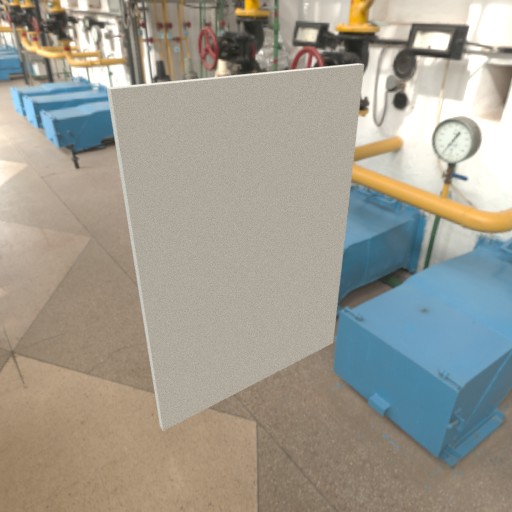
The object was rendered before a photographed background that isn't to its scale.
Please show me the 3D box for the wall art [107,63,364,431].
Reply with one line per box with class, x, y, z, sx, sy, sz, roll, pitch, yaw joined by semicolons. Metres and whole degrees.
wall art;0.000;0.000;0.696;0.381;0.533;0.013;-19;35;-30
